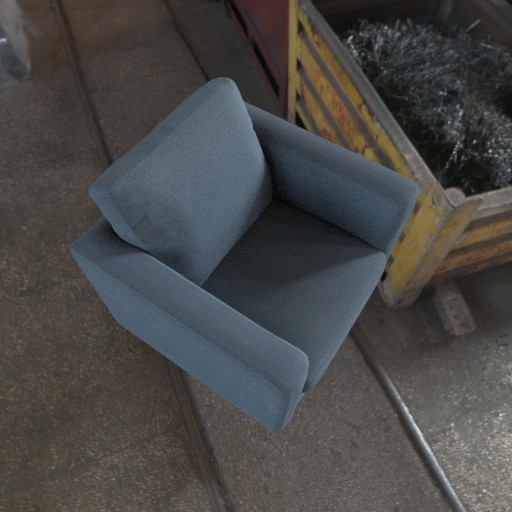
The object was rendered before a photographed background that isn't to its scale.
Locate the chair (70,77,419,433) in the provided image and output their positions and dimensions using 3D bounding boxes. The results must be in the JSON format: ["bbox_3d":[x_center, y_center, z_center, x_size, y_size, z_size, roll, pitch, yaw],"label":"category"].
[{"bbox_3d":[0.000,0.000,1.597,0.820,0.922,0.855,30,63,17],"label":"chair"}]
